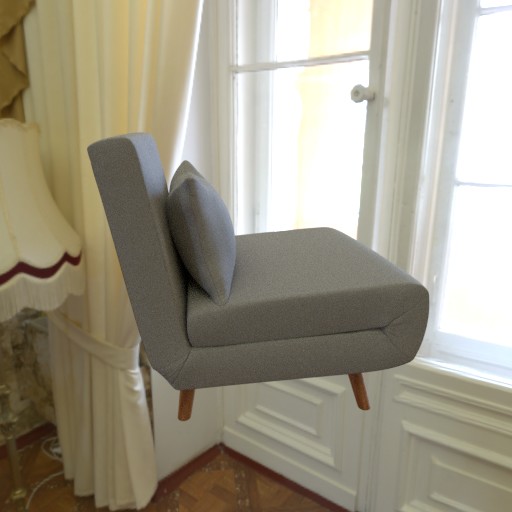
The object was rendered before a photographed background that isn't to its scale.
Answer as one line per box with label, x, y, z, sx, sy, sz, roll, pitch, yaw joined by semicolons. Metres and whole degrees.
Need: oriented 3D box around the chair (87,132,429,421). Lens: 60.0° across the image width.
chair;0.000;0.000;1.502;0.902;0.808;0.770;-3;16;-9
